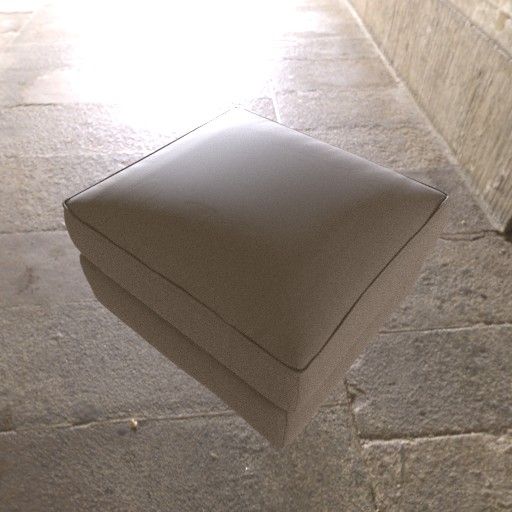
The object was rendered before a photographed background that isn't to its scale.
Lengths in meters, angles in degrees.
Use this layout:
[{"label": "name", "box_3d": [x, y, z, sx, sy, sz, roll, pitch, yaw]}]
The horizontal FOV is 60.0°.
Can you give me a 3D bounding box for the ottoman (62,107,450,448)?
[{"label": "ottoman", "box_3d": [0.000, 0.000, 1.167, 0.721, 0.505, 0.662, 31, 53, 27]}]
